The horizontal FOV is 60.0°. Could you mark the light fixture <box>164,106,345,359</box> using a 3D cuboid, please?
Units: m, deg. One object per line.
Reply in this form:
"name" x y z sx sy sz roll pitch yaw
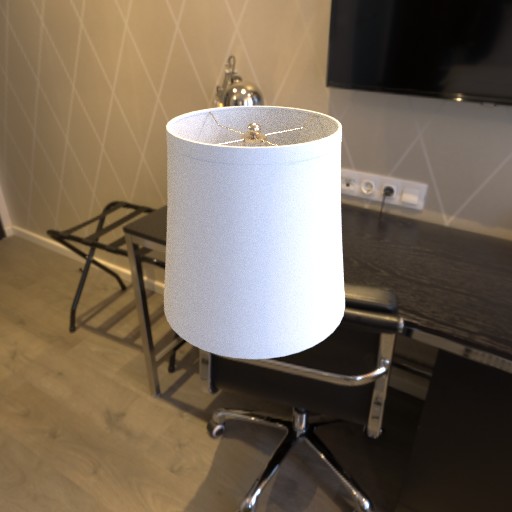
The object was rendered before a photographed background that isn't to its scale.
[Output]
"light fixture" 0.000 0.000 0.598 0.223 0.381 0.348 1 30 2
